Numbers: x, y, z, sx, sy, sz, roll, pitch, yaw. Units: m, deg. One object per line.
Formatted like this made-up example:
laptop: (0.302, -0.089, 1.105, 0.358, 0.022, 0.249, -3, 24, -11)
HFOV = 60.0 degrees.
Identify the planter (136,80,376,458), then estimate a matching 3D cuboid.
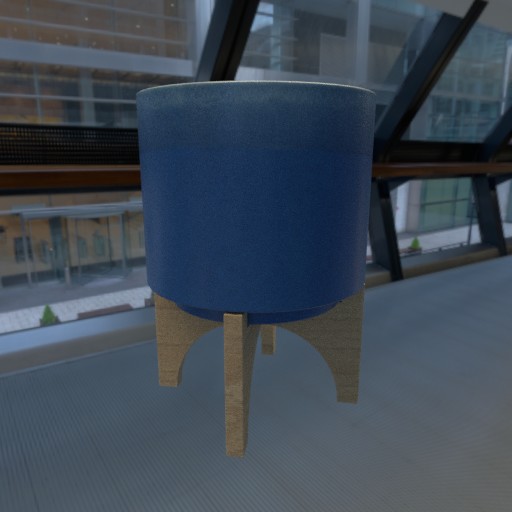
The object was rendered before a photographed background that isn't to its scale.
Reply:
planter: (0.000, 0.000, 0.541, 0.261, 0.367, 0.261, 0, 14, 0)
